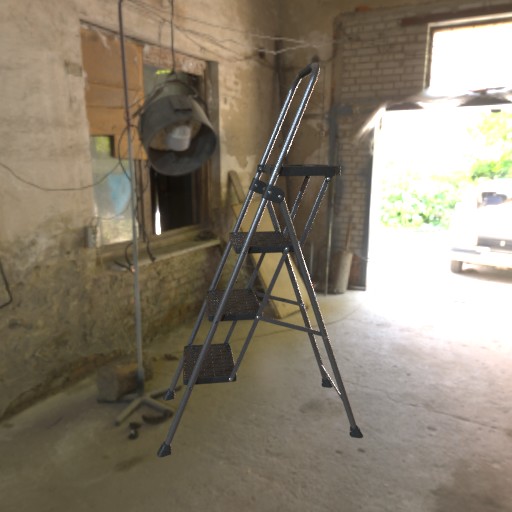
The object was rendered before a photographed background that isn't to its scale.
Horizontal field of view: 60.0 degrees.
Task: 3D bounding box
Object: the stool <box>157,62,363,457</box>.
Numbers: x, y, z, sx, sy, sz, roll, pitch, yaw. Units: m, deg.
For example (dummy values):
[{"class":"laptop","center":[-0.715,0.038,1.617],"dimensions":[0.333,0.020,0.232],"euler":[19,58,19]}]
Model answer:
[{"class":"stool","center":[0.000,0.000,1.586],"dimensions":[0.733,1.277,0.396],"euler":[-2,13,-8]}]
